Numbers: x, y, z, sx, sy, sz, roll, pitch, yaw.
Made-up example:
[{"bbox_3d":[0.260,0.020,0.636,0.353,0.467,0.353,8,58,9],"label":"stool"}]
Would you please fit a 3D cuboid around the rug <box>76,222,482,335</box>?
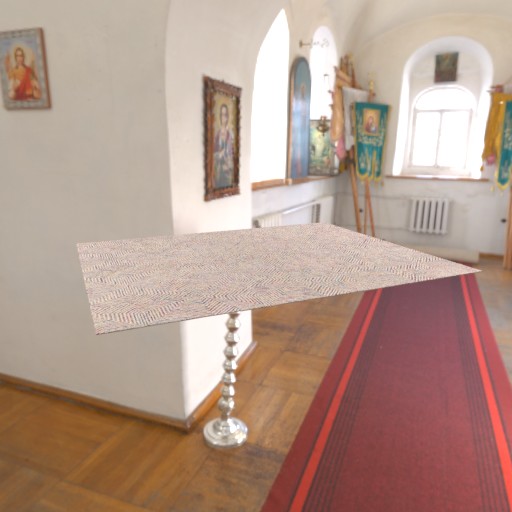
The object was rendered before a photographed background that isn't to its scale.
[{"bbox_3d":[0.000,0.000,4.166,3.046,0.008,2.442,-6,16,-23],"label":"rug"}]
